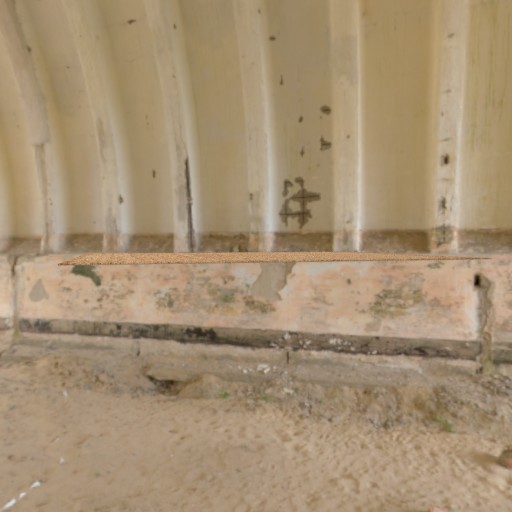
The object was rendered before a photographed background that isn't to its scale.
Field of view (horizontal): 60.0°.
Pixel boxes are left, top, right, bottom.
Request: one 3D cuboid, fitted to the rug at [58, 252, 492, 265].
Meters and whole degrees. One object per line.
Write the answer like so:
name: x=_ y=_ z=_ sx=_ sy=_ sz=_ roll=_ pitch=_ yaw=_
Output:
rug: x=0.000 y=0.000 z=4.231 sx=3.200 sy=0.012 sz=2.438 roll=-1 pitch=2 yaw=-18
